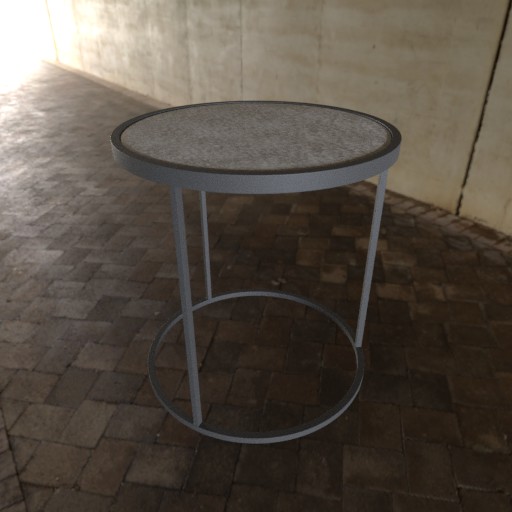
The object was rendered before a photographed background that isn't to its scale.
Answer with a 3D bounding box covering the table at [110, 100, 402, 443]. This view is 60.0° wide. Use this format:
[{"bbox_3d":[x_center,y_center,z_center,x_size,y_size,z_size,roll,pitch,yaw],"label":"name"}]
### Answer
[{"bbox_3d":[0.000,0.000,0.866,0.470,0.498,0.470,0,30,0],"label":"table"}]
